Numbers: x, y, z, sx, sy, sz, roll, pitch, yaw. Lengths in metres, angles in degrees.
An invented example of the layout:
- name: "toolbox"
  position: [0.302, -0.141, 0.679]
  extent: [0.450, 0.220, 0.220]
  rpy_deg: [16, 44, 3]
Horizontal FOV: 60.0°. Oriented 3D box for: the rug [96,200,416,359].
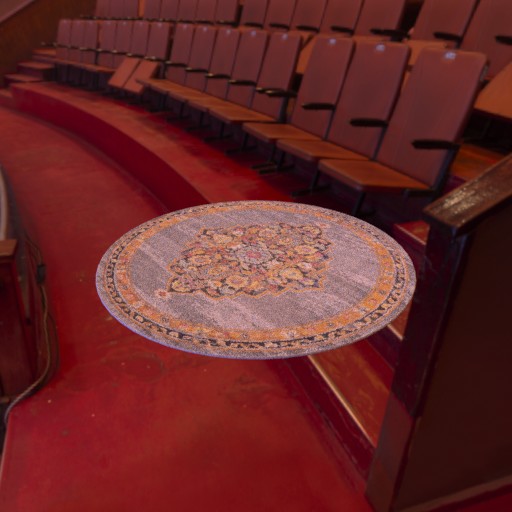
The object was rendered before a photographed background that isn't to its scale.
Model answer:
- name: "rug"
  position: [0.000, 0.000, 3.458]
  extent: [2.382, 0.014, 2.382]
  rpy_deg: [0, 28, 0]
